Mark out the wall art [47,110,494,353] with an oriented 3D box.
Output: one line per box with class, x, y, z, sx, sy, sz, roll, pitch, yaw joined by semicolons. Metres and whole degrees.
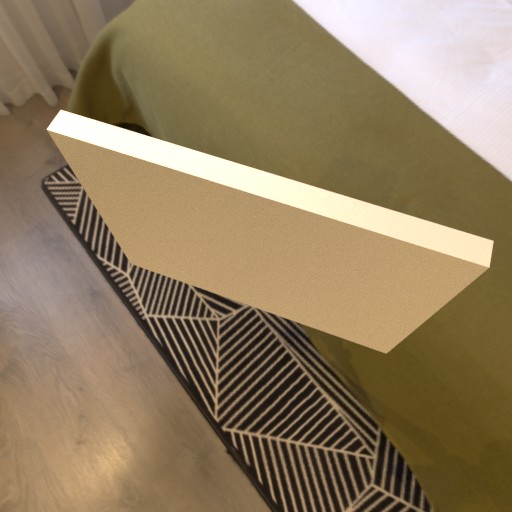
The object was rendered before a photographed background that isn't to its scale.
wall art;0.000;0.000;1.373;1.056;0.801;0.066;18;66;8
